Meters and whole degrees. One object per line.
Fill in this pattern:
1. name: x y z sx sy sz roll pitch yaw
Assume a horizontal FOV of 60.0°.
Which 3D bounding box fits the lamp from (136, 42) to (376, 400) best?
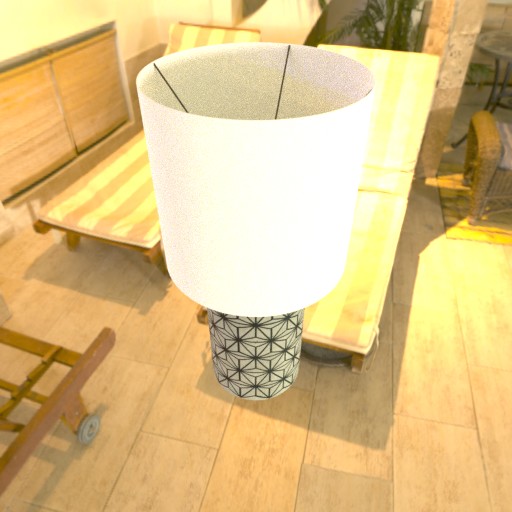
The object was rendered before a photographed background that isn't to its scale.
1. lamp: 0.000 0.000 0.521 0.206 0.416 0.206 12 41 15
